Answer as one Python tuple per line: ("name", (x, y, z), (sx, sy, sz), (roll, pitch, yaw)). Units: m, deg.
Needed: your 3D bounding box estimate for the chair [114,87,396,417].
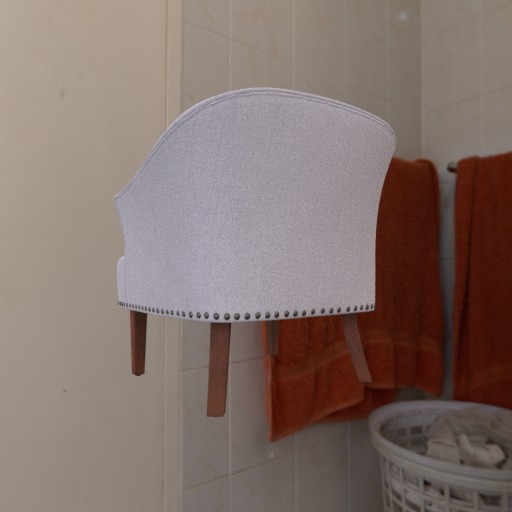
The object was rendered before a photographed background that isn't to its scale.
("chair", (0.000, 0.000, 1.439), (0.798, 0.815, 0.704), (1, -2, -35))
